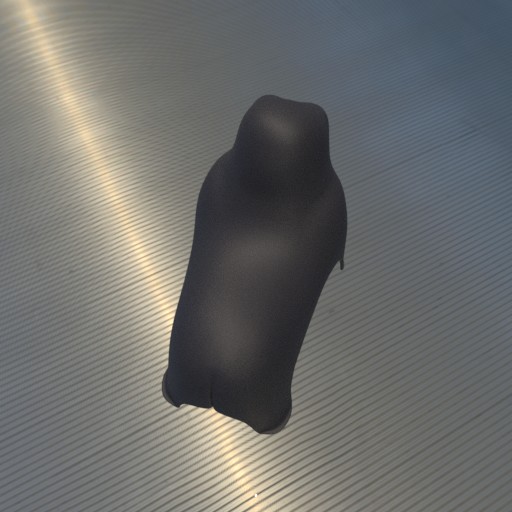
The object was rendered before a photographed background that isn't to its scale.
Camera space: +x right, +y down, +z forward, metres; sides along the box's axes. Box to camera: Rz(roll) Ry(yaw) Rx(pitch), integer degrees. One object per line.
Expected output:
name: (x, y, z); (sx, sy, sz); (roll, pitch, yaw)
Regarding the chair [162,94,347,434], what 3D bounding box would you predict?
chair: (0.000, 0.000, 1.147); (0.490, 0.600, 0.758); (15, 63, 8)
